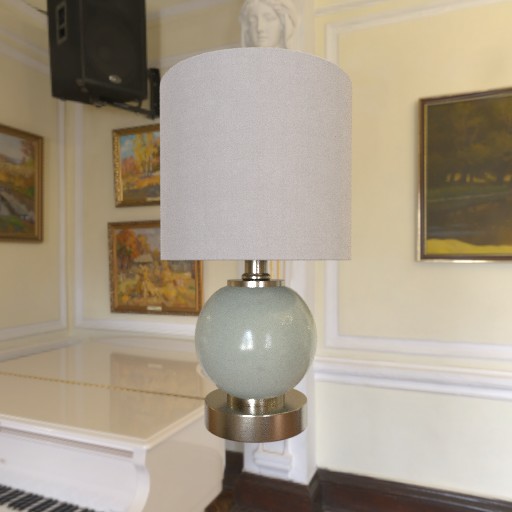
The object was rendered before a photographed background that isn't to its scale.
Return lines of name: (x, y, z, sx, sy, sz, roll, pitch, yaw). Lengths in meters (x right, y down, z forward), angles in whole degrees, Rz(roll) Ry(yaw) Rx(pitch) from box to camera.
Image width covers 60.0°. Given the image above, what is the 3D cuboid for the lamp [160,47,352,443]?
lamp: (0.000, 0.000, 0.473, 0.201, 0.353, 0.201, 0, -1, 35)
